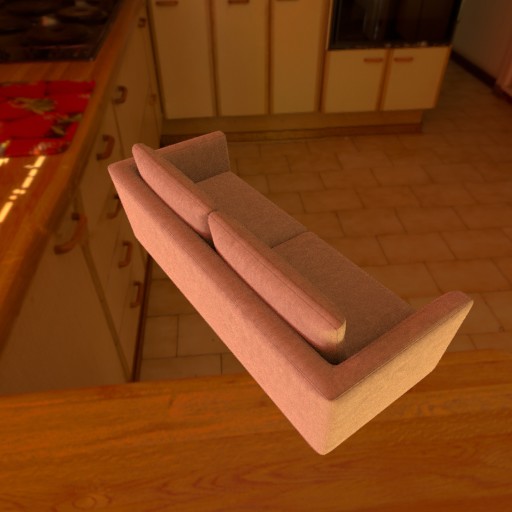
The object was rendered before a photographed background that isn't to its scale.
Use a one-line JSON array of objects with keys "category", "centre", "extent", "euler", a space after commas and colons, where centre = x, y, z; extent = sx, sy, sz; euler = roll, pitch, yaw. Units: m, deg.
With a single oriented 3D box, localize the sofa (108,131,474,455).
[{"category": "sofa", "centre": [0.000, 0.000, 2.578], "extent": [0.889, 0.864, 2.121], "euler": [-25, 47, -26]}]
